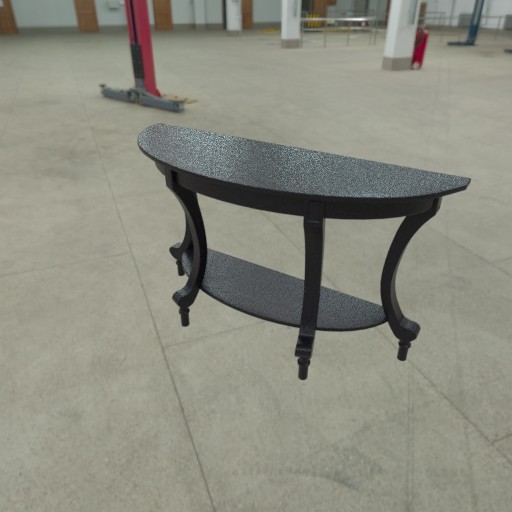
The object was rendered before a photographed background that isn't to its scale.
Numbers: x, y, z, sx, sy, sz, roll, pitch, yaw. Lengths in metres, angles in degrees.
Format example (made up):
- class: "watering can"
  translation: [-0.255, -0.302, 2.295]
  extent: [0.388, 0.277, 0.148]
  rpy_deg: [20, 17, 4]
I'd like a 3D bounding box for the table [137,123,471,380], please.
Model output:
- class: "table"
  translation: [0.000, 0.000, 1.566]
  extent: [1.198, 0.692, 0.394]
  rpy_deg: [18, 35, 28]
